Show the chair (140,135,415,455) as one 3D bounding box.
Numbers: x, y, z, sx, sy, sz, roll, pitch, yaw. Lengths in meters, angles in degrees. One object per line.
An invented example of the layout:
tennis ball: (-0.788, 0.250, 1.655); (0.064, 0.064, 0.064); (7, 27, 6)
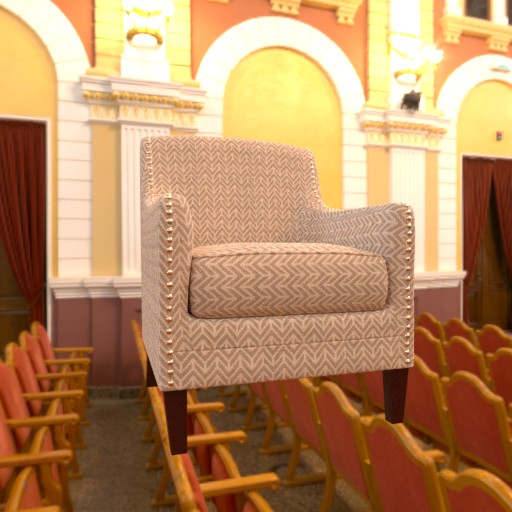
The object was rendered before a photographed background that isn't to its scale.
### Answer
chair: (0.000, 0.000, 1.292); (0.623, 0.816, 0.651); (0, 1, -18)
